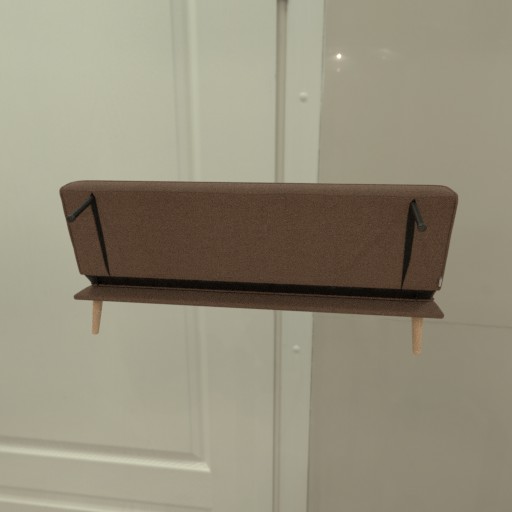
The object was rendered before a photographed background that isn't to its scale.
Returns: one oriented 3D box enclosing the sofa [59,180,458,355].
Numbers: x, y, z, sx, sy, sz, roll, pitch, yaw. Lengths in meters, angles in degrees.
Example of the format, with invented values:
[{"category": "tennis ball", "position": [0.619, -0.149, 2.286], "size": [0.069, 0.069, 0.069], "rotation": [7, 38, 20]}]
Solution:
[{"category": "sofa", "position": [0.000, 0.000, 2.362], "size": [1.820, 0.810, 1.038], "rotation": [2, 15, 8]}]
